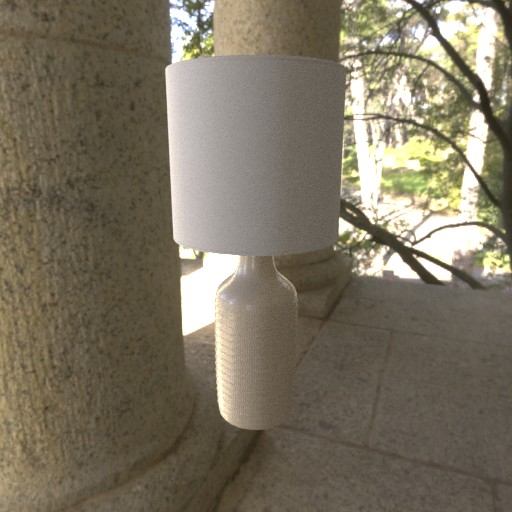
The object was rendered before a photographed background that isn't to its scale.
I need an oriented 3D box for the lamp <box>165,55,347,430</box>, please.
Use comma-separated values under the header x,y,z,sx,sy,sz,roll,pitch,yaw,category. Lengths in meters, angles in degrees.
x,y,z,sx,sy,sz,roll,pitch,yaw,category
0.000,0.000,0.611,0.220,0.475,0.220,-2,15,-8,lamp
